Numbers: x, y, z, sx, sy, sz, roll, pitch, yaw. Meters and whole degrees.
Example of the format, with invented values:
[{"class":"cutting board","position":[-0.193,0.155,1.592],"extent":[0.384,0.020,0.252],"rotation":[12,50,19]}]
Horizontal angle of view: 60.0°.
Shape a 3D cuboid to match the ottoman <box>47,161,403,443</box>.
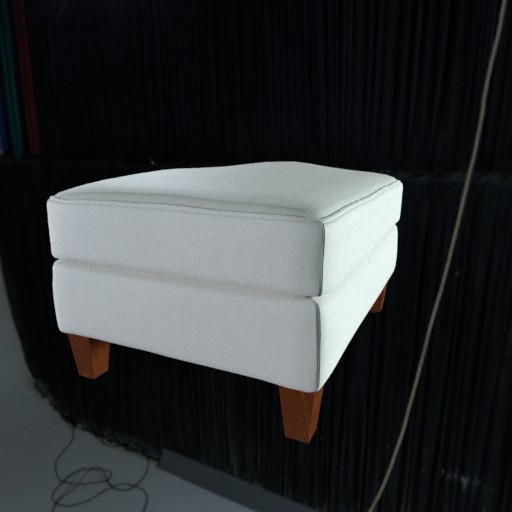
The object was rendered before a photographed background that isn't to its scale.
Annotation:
[{"class":"ottoman","position":[0.000,0.000,1.181],"extent":[0.634,0.479,0.818],"rotation":[7,16,24]}]
